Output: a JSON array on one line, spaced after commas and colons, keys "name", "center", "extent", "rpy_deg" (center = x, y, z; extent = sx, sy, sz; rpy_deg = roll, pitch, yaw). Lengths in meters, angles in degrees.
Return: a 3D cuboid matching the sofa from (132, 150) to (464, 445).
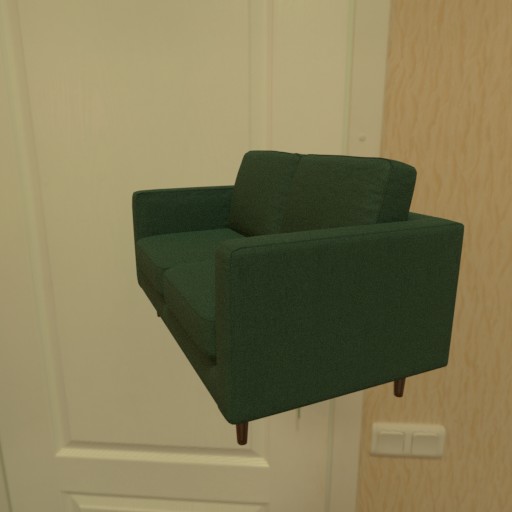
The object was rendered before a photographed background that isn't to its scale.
[{"name": "sofa", "center": [0.000, 0.000, 1.982], "extent": [0.879, 0.899, 1.430], "rpy_deg": [-7, 16, -24]}]
